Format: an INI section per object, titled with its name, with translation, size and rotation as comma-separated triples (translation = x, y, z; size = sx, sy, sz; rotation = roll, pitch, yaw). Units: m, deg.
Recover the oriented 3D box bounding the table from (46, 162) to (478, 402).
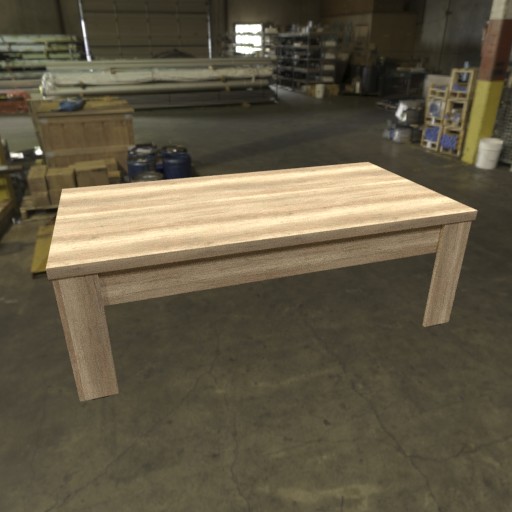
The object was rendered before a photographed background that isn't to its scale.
[table]
translation = 0.000, 0.000, 1.710
size = 1.350, 0.460, 0.700
rotation = -8, 27, -16
